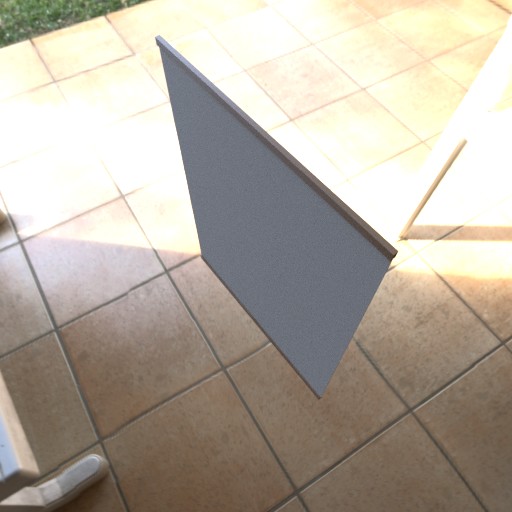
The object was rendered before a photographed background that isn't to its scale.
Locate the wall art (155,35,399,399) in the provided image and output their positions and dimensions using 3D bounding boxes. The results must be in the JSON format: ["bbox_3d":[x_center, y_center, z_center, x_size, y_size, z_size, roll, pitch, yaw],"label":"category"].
[{"bbox_3d":[0.000,0.000,1.326,0.013,1.016,0.758,-34,65,-18],"label":"wall art"}]
